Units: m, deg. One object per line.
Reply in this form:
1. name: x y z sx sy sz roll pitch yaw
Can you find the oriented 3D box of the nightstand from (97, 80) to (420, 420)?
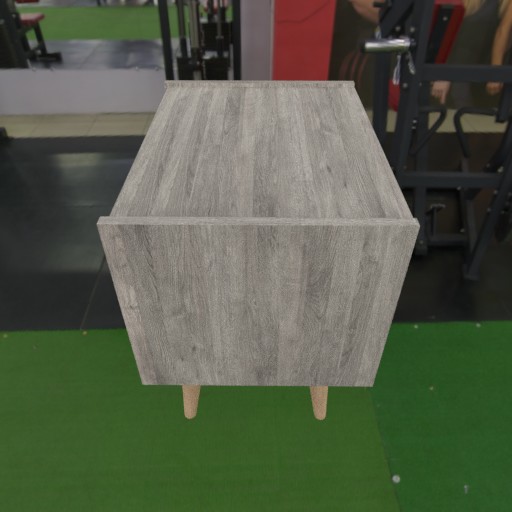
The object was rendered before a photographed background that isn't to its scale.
1. nightstand: 0.000 0.000 0.853 0.380 0.500 0.480 0 40 0
